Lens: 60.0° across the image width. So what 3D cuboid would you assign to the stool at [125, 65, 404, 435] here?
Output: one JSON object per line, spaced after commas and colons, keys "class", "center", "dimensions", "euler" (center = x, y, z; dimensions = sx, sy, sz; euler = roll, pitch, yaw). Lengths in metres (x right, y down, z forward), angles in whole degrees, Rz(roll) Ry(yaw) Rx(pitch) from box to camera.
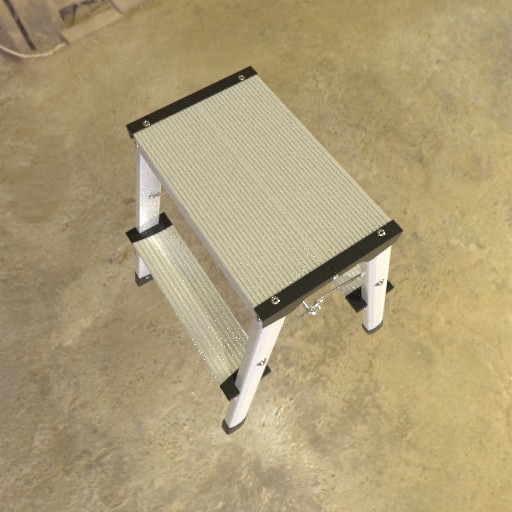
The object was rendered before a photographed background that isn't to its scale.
{"class": "stool", "center": [0.000, 0.000, 0.779], "dimensions": [0.405, 0.480, 0.404], "euler": [-31, 68, -14]}
